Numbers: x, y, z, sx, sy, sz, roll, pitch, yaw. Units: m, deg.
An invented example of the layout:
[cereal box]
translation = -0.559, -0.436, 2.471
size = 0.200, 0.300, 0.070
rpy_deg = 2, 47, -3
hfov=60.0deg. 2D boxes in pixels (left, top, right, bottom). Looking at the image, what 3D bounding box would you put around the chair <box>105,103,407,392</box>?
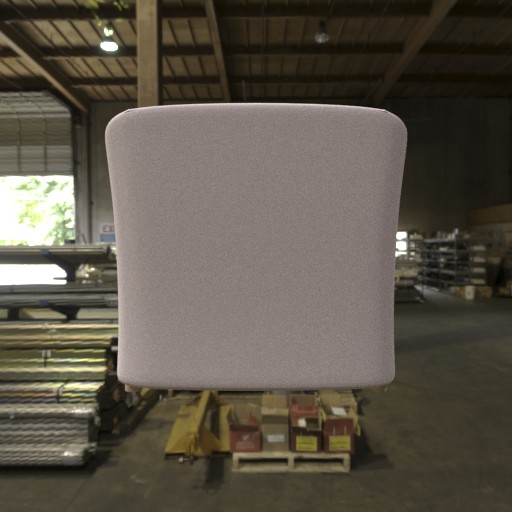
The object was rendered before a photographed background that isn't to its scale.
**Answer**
[chair]
translation = 0.000, 0.000, 1.353
size = 0.790, 0.720, 0.700
rpy_deg = 0, 1, 0
